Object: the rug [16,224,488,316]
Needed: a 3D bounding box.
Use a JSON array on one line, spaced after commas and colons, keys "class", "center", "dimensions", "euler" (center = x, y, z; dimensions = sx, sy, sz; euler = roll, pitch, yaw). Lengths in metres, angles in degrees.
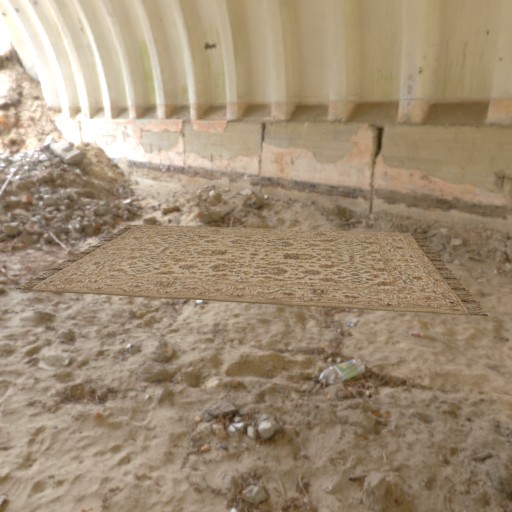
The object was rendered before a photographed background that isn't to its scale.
[{"class": "rug", "center": [0.000, 0.000, 2.952], "dimensions": [2.434, 0.027, 1.529], "euler": [2, 17, 8]}]
